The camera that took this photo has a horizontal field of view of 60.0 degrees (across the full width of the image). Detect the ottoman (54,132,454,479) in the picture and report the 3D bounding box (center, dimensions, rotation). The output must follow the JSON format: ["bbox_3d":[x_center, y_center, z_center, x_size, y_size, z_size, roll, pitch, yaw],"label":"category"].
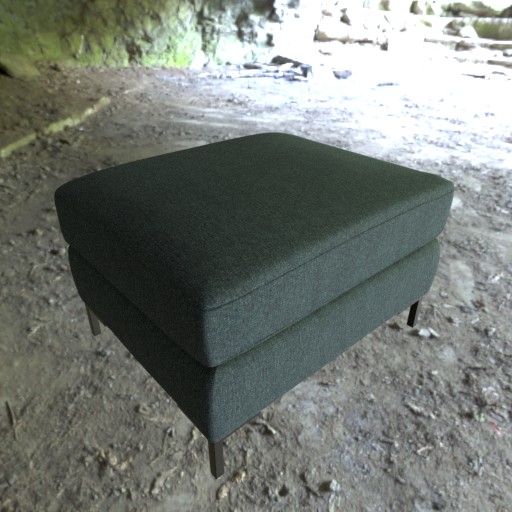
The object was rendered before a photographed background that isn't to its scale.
[{"bbox_3d":[0.000,0.000,1.260,0.831,0.533,0.695,-24,38,-35],"label":"ottoman"}]
